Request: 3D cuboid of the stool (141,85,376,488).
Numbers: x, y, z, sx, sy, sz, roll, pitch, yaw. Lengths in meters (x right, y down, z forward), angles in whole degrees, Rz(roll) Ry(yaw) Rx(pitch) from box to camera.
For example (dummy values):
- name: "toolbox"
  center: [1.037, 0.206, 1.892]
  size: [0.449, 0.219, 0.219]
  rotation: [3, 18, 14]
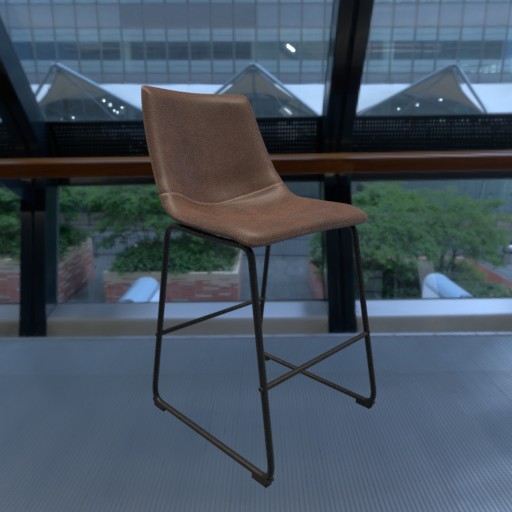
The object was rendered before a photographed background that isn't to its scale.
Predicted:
- name: "stool"
  center: [0.000, 0.000, 1.212]
  size: [0.460, 0.890, 0.550]
  rotation: [-14, 20, -43]
